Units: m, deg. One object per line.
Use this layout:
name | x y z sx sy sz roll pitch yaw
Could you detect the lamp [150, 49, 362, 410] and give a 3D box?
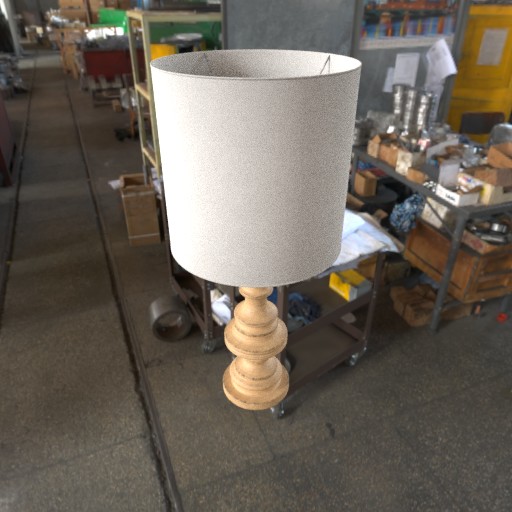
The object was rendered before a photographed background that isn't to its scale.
lamp | 0.000 0.000 0.561 0.208 0.455 0.208 19 36 29
